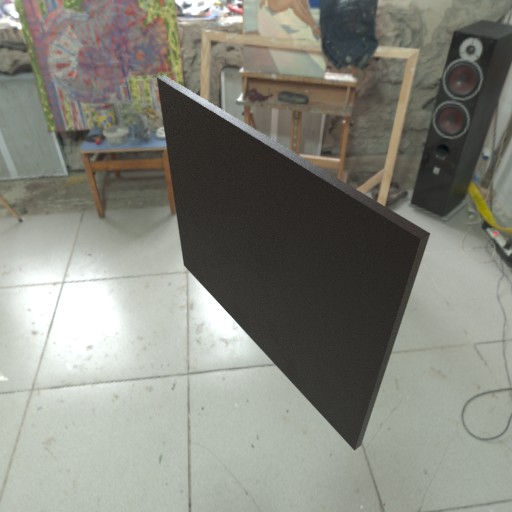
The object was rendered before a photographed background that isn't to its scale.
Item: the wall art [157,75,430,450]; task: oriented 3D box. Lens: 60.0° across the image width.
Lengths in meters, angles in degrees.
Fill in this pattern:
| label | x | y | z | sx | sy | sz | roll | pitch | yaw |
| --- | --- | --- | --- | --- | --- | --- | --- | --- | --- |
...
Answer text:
| label | x | y | z | sx | sy | sz | roll | pitch | yaw |
| --- | --- | --- | --- | --- | --- | --- | --- | --- | --- |
| wall art | 0.000 | 0.000 | 1.617 | 0.034 | 0.952 | 1.207 | -26 | 47 | -27 |
